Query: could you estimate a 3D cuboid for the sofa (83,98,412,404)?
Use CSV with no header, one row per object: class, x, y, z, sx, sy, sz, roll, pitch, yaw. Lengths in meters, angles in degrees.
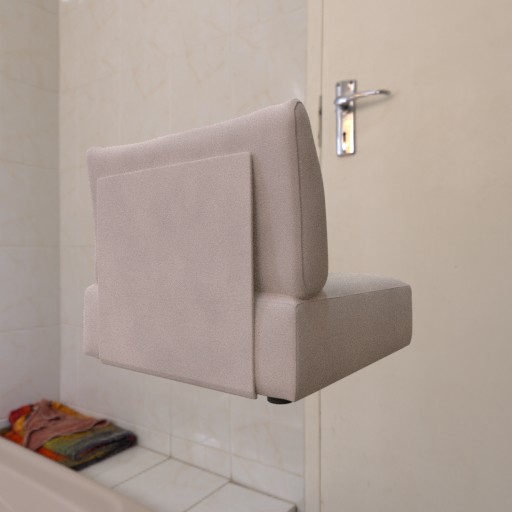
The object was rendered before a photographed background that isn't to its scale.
sofa,0.000,0.000,1.791,1.000,0.820,1.000,0,0,36
